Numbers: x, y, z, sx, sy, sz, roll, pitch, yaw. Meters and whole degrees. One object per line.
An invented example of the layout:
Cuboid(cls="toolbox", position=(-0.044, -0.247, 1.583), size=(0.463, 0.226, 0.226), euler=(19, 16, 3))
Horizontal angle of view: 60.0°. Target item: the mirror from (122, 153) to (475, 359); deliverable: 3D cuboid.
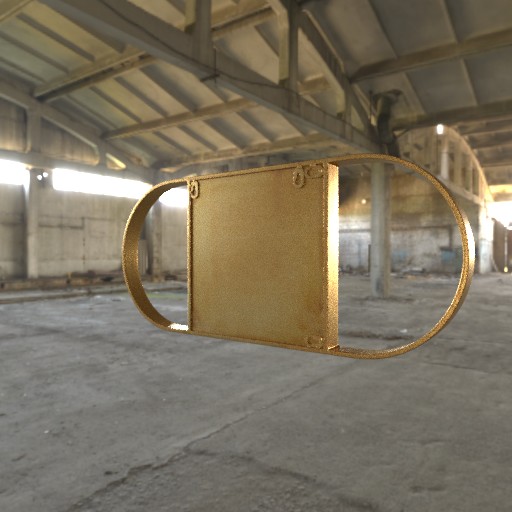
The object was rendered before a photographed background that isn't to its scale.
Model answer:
Cuboid(cls="mirror", position=(0.000, 0.000, 0.657), size=(0.584, 0.254, 0.032), euler=(0, 0, 36))
